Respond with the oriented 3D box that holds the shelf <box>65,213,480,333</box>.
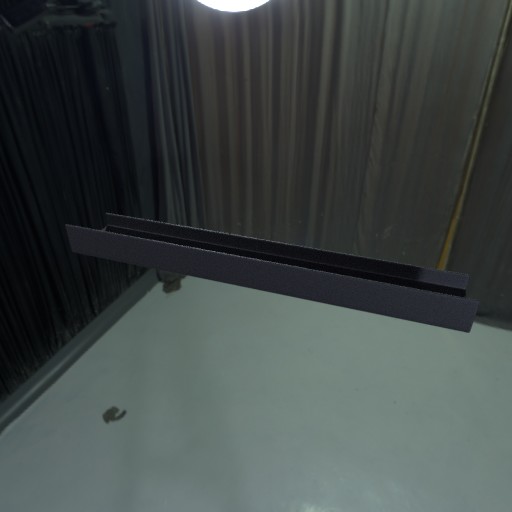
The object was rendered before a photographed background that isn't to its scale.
[{"bbox_3d":[0.000,0.000,0.671,0.605,0.053,0.102,10,33,16],"label":"shelf"}]
